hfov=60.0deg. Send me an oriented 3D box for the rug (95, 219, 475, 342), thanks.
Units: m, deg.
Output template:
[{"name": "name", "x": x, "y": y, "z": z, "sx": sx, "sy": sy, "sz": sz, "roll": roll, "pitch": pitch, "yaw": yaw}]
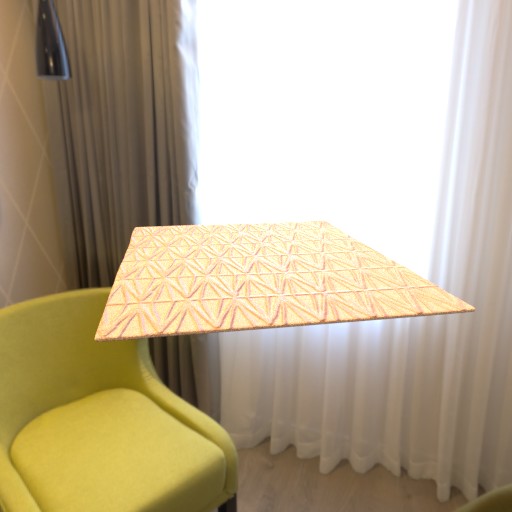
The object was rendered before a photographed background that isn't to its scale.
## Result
[{"name": "rug", "x": 0.000, "y": 0.000, "z": 4.181, "sx": 2.453, "sy": 0.043, "sz": 3.052, "roll": -3, "pitch": 16, "yaw": -10}]
